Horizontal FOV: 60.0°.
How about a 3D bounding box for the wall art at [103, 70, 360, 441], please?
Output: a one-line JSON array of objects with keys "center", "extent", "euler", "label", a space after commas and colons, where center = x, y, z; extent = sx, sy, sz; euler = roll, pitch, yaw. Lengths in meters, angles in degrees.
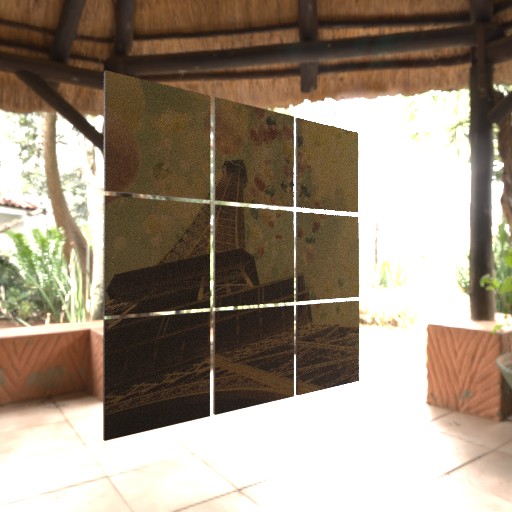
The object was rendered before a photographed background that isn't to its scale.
[{"center": [0.000, 0.000, 1.858], "extent": [1.256, 1.246, 0.017], "euler": [0, -1, -35], "label": "wall art"}]
